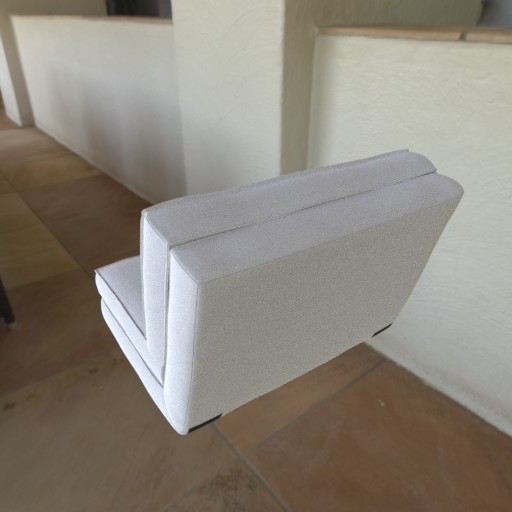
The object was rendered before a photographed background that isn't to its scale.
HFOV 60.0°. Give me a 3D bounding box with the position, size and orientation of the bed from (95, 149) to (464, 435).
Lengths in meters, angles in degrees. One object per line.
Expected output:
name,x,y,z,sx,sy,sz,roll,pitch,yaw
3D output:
bed,0.000,0.000,1.300,0.799,0.614,0.749,-18,34,-30
